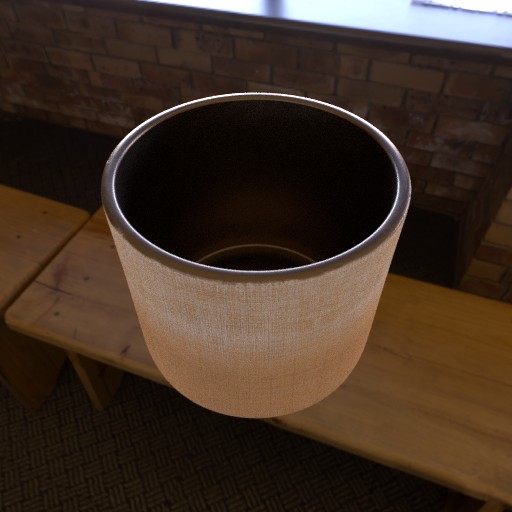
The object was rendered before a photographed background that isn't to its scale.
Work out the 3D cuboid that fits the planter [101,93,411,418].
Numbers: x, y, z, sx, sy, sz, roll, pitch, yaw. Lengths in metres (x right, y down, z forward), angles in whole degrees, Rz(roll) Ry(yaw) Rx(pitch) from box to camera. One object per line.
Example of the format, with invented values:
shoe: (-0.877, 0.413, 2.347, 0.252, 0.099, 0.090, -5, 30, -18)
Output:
planter: (0.000, 0.000, 0.444, 0.254, 0.221, 0.254, 0, 47, 0)
